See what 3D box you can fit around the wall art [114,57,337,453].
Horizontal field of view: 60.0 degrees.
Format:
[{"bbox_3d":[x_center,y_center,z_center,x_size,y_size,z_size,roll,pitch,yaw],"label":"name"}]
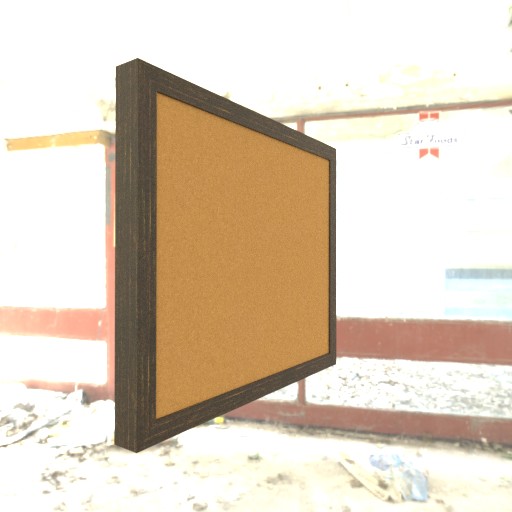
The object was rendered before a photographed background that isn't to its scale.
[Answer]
[{"bbox_3d":[0.000,0.000,0.533,0.031,0.330,0.381,0,0,36],"label":"wall art"}]
